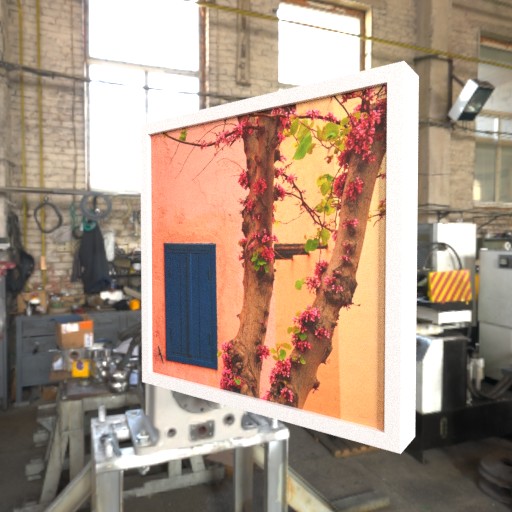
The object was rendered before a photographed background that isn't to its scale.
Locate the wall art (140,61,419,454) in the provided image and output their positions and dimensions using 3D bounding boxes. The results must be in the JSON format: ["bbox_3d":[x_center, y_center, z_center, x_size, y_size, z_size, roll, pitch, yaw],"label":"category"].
[{"bbox_3d":[0.000,0.000,0.445,0.305,0.302,0.038,1,2,36],"label":"wall art"}]
